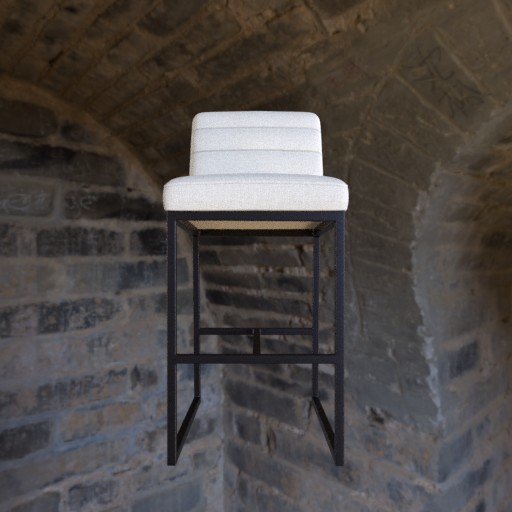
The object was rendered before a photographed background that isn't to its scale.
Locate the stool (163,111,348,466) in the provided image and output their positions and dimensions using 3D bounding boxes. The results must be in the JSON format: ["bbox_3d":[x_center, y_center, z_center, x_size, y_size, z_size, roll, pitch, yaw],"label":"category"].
[{"bbox_3d":[0.000,0.000,1.351,0.460,1.040,0.560,0,0,0],"label":"stool"}]
